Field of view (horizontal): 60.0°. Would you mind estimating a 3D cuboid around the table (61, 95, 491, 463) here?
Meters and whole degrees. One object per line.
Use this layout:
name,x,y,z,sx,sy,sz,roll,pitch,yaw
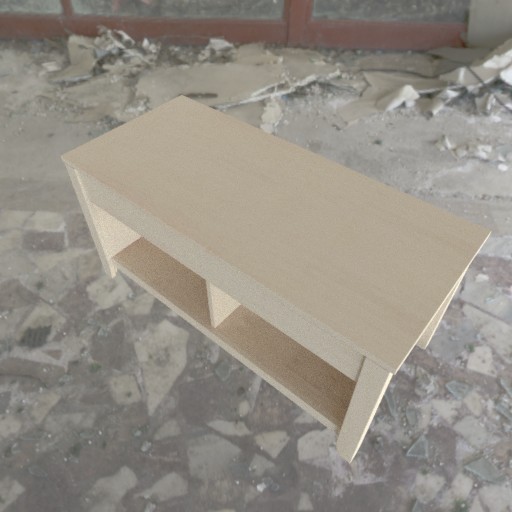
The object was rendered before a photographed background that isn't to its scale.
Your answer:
table,0.000,0.000,1.287,1.016,0.483,0.457,31,54,26
